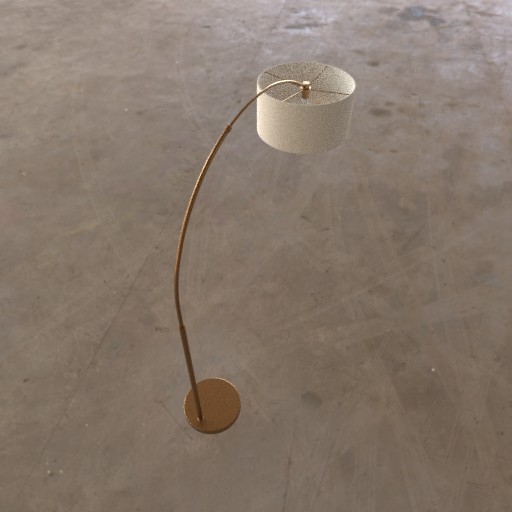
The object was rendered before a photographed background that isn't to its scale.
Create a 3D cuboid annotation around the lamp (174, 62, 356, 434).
[{"bbox_3d":[0.000,0.000,2.546,0.493,1.927,1.434,24,51,22],"label":"lamp"}]
